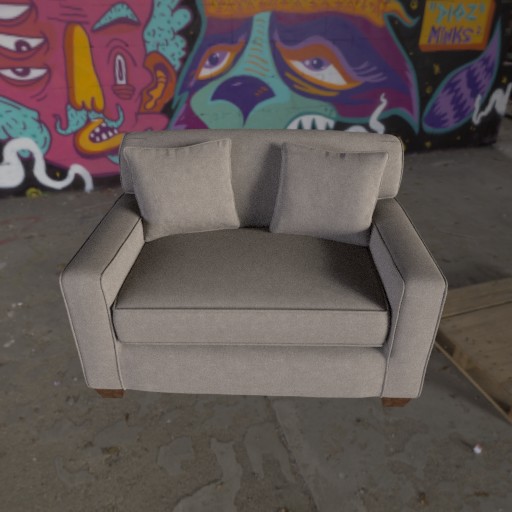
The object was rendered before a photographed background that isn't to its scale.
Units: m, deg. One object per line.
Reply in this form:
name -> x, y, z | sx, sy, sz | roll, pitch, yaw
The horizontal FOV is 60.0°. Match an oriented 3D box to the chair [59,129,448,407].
chair -> 0.000, 0.000, 2.021 | 1.395, 0.953, 0.992 | 1, 31, 2
